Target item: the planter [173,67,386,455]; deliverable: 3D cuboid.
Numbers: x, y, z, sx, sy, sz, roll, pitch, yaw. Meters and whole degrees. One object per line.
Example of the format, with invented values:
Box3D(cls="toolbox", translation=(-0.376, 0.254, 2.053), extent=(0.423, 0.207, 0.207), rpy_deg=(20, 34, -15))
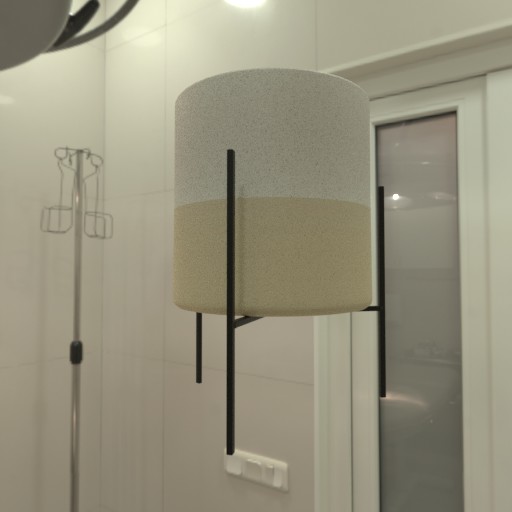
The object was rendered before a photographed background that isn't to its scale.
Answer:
Box3D(cls="planter", translation=(0.000, 0.000, 0.540), extent=(0.267, 0.362, 0.263), rpy_deg=(-1, -2, 34))
